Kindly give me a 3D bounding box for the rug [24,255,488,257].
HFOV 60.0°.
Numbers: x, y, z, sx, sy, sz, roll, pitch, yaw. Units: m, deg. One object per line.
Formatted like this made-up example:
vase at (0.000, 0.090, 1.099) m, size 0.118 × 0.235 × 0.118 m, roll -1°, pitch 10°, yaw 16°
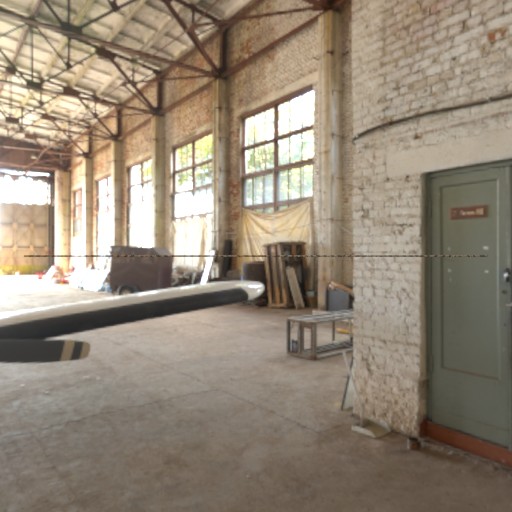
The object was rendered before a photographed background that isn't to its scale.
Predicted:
rug at (0.000, 0.000, 2.505) m, size 2.277 × 0.008 × 0.676 m, roll 0°, pitch 0°, yaw 0°
